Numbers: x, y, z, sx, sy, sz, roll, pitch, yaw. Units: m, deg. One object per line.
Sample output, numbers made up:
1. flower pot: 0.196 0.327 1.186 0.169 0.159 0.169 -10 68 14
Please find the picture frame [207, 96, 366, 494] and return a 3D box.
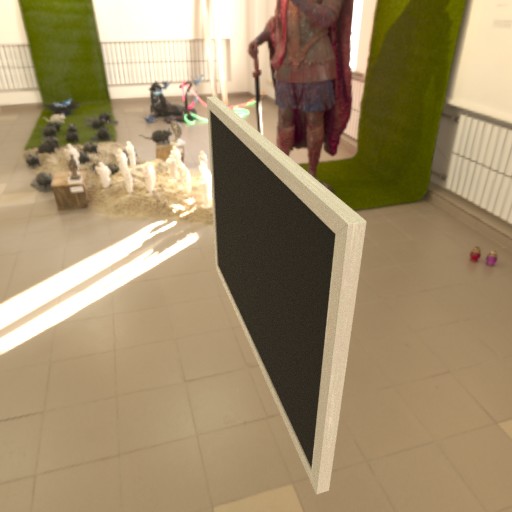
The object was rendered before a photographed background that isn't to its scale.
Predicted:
1. picture frame: 0.000 0.000 1.175 0.029 0.640 0.950 -9 32 -15
